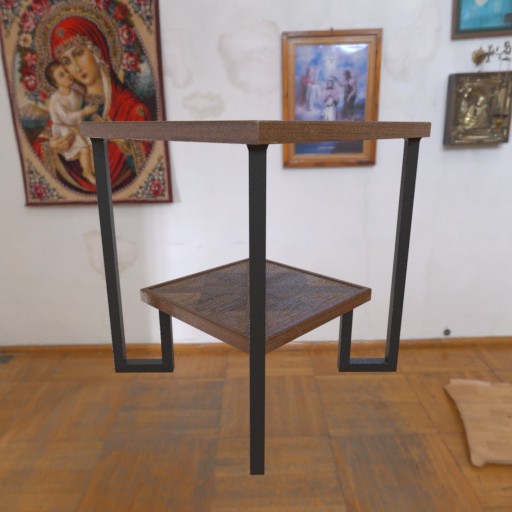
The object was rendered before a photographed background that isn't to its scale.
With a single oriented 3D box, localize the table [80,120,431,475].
[{"bbox_3d":[0.000,0.000,0.972,0.503,0.563,0.503,16,23,42],"label":"table"}]
